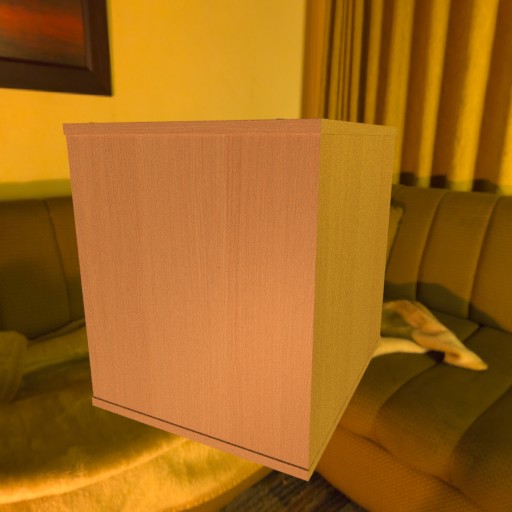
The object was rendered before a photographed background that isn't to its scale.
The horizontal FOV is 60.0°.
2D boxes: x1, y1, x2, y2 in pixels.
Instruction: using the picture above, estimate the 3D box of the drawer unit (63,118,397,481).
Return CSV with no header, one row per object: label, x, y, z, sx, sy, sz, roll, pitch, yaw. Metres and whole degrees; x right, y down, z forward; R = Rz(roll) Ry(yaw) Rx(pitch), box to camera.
drawer unit,0.000,0.000,0.608,0.290,0.344,0.349,7,17,26
